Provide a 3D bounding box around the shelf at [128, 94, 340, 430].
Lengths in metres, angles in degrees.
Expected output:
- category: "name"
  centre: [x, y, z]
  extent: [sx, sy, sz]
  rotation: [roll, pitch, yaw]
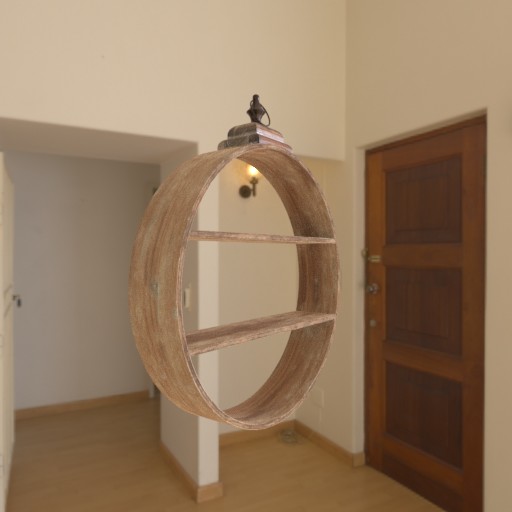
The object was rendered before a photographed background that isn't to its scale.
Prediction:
- category: "shelf"
  centre: [0.000, 0.000, 0.997]
  extent: [0.125, 0.725, 0.601]
  rotation: [0, 0, 36]
